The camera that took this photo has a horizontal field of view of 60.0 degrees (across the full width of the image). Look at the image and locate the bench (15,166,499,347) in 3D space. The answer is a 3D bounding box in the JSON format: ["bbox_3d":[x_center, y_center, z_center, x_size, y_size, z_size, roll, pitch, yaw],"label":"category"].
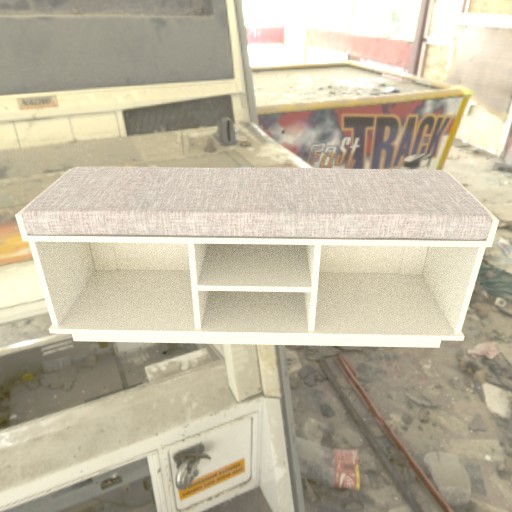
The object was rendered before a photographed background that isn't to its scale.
[{"bbox_3d":[0.000,0.000,1.344,1.196,0.453,0.363,1,30,1],"label":"bench"}]
